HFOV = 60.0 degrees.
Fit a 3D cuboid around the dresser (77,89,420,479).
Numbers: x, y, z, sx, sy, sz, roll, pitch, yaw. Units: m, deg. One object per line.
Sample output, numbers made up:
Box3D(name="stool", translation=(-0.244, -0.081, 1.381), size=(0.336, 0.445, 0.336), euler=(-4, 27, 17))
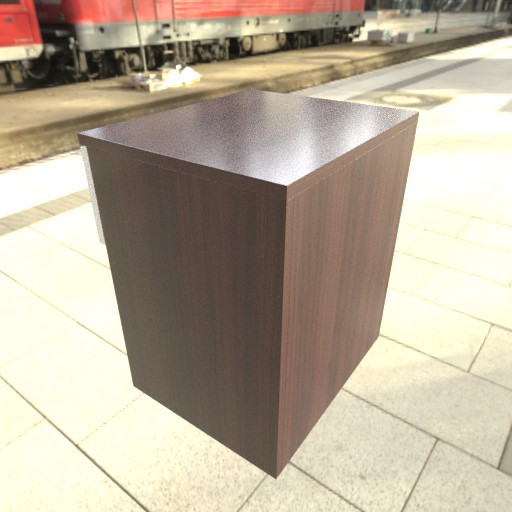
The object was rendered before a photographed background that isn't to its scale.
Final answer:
Box3D(name="dresser", translation=(0.000, 0.000, 0.779), size=(0.360, 0.470, 0.400), euler=(20, 36, 30))
